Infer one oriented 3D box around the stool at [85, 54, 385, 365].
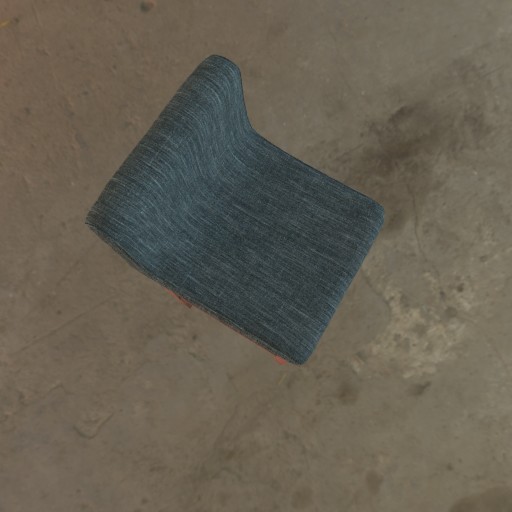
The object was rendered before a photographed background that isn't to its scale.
[{"bbox_3d":[0.000,0.000,1.131,0.459,0.835,0.395,30,76,8],"label":"stool"}]
